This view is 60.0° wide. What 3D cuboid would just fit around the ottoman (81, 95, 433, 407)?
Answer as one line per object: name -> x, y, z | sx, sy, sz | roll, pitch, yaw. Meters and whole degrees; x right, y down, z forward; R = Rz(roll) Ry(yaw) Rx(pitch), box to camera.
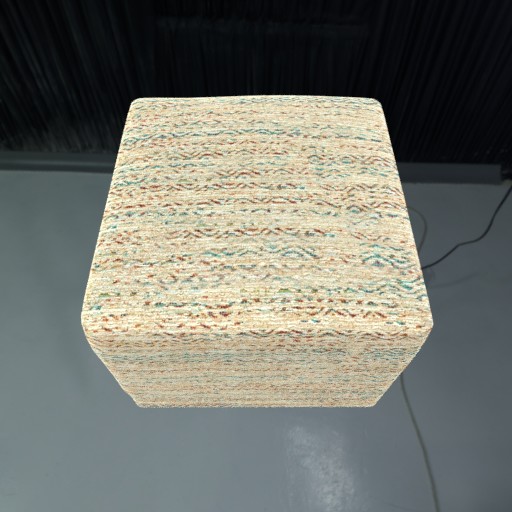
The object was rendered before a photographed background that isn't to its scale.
ottoman -> 0.000, 0.000, 0.913 | 0.512, 0.453, 0.521 | 0, 57, 0
